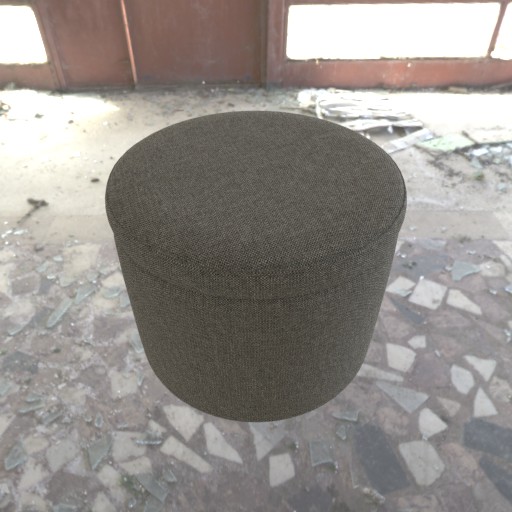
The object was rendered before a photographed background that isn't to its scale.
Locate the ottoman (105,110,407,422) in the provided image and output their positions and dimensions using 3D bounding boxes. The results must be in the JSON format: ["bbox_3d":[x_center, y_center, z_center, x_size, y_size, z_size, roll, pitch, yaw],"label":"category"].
[{"bbox_3d":[0.000,0.000,0.900,0.520,0.430,0.520,0,42,0],"label":"ottoman"}]
